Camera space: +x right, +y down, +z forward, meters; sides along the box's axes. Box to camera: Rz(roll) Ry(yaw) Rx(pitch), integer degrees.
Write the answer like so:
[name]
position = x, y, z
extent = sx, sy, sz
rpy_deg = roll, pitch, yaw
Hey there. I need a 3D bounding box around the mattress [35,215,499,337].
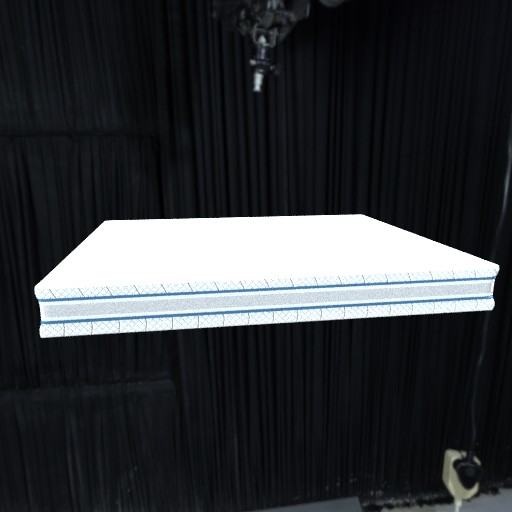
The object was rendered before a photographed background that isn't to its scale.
[mattress]
position = 0.000, 0.000, 2.660
extent = 2.000, 0.230, 1.600
rpy_deg = -2, 14, -9
